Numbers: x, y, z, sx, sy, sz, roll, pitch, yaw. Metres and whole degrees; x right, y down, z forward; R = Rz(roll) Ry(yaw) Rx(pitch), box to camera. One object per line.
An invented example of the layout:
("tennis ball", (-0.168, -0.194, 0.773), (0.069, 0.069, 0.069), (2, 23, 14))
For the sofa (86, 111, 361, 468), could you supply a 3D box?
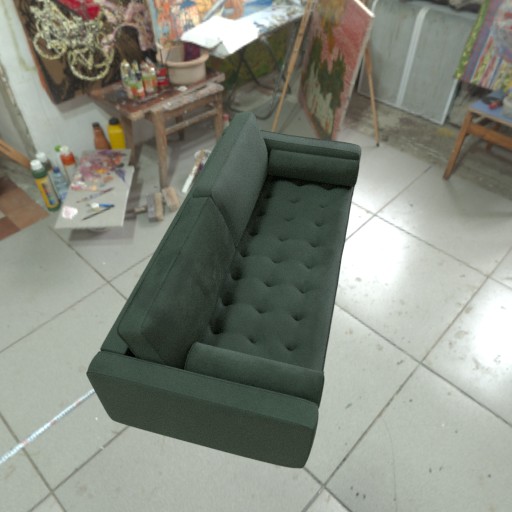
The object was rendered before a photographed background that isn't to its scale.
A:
("sofa", (0.000, 0.000, 2.369), (0.916, 0.772, 1.880), (11, 48, 10))
